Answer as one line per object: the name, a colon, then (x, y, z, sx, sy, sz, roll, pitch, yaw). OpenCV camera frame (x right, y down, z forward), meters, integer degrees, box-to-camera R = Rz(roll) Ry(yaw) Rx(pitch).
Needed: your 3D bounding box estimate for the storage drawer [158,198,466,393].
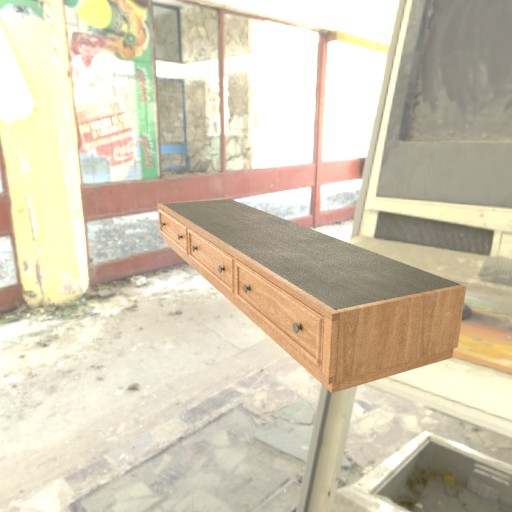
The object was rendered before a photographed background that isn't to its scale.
storage drawer: (0.000, 0.000, 2.232, 0.538, 0.264, 2.032, -7, 18, -24)
